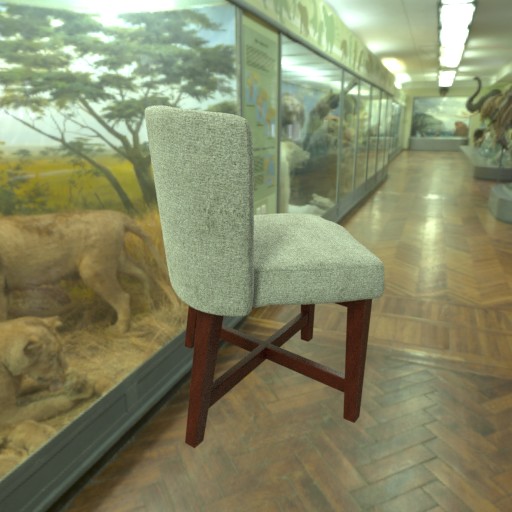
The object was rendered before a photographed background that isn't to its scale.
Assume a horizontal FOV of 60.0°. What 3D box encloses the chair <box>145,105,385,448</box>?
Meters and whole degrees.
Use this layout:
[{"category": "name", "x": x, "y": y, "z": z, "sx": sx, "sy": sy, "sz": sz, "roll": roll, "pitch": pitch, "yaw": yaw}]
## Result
[{"category": "chair", "x": 0.000, "y": 0.000, "z": 1.294, "sx": 0.575, "sy": 0.827, "sz": 0.728, "roll": -3, "pitch": 17, "yaw": -9}]
